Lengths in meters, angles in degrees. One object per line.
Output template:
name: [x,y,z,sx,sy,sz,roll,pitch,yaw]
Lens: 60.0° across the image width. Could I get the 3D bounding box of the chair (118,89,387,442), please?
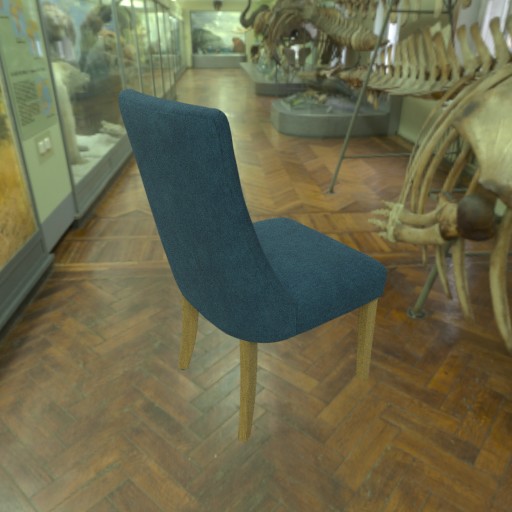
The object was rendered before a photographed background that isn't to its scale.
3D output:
chair: [0.000,0.000,1.275,0.609,0.902,0.495,-17,31,-31]
